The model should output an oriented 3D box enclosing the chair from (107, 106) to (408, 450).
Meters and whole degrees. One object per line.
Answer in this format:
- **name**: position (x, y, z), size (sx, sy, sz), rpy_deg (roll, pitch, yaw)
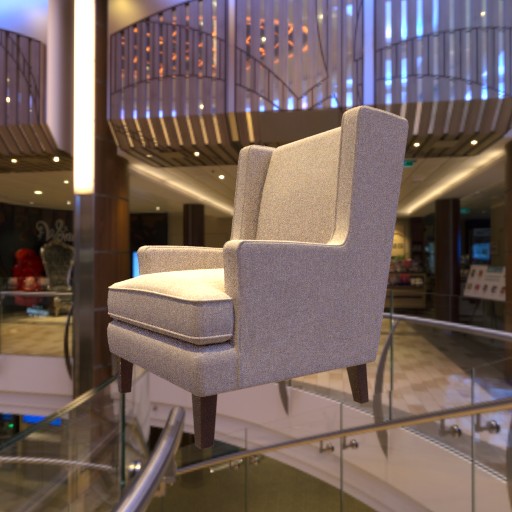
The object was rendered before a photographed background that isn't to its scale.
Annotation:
- **chair**: position (0.000, 0.000, 1.755), size (0.948, 1.082, 0.764), rpy_deg (0, -1, -36)
